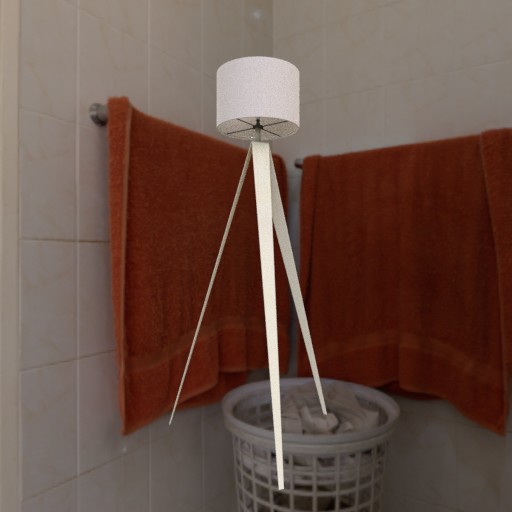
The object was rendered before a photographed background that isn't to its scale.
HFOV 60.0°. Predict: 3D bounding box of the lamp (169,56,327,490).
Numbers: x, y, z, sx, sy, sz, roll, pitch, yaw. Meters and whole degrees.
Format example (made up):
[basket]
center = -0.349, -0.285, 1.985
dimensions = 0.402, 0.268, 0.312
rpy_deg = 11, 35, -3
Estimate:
[lamp]
center = 0.000, 0.000, 1.941
dimensions = 0.724, 1.524, 0.716
rpy_deg = 0, 0, 36
